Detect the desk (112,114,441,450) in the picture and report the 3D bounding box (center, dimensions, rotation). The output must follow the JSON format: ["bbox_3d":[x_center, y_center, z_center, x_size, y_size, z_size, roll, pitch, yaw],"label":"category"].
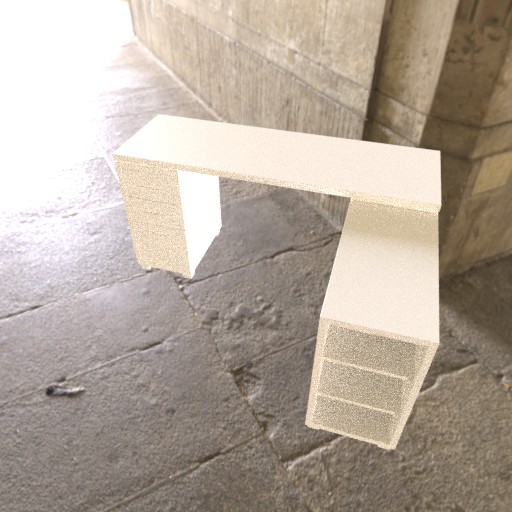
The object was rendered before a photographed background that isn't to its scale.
[{"bbox_3d":[0.000,0.000,2.156,1.524,0.759,1.199,11,42,13],"label":"desk"}]
